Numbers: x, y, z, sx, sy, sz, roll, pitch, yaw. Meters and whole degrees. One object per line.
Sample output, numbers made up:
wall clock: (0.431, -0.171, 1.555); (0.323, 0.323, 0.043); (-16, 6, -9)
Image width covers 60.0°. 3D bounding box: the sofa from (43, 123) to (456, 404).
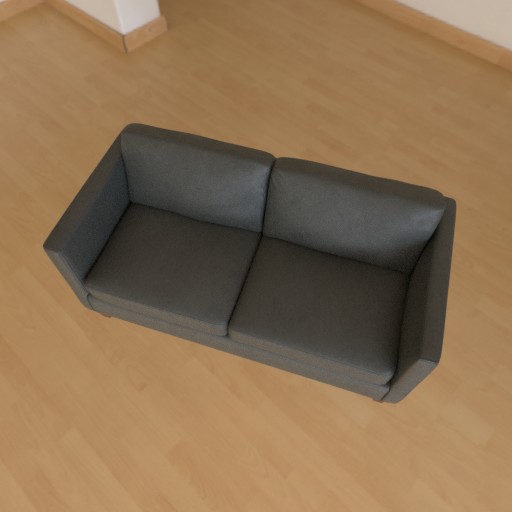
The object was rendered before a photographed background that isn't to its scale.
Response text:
sofa: (0.000, 0.000, 2.421); (1.883, 0.933, 0.951); (15, 59, 9)
